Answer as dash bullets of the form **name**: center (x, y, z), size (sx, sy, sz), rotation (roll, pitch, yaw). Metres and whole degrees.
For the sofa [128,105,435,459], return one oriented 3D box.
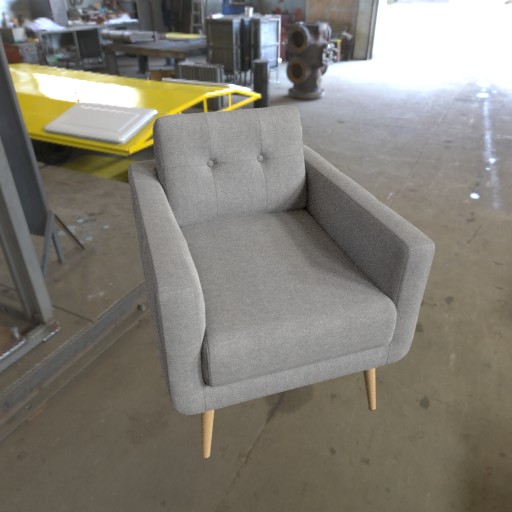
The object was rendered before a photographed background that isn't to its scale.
- **sofa**: center (0.000, 0.000, 1.548), size (0.770, 0.860, 0.920), rotation (-10, 33, -15)
